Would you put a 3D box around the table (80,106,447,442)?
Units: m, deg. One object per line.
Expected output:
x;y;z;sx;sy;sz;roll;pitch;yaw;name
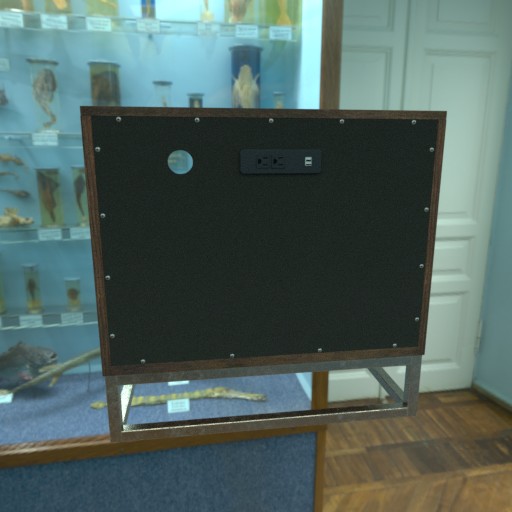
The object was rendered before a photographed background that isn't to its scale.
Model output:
0.000;0.000;1.249;0.767;0.746;0.542;-2;13;-8;table
